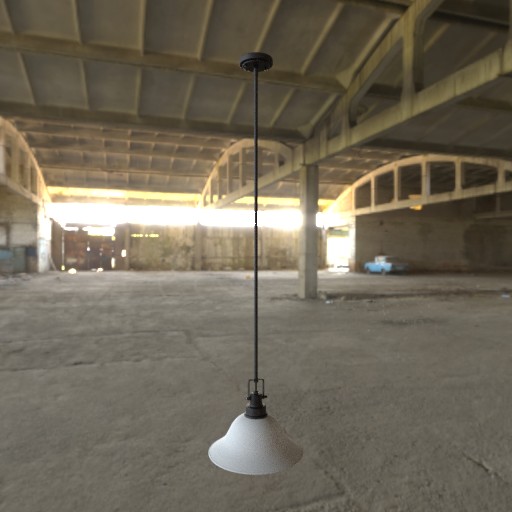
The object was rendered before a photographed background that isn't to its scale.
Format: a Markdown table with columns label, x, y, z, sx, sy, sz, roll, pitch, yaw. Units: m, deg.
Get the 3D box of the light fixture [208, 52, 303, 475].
| label | x | y | z | sx | sy | sz | roll | pitch | yaw |
| --- | --- | --- | --- | --- | --- | --- | --- | --- | --- |
| light fixture | 0.000 | 0.000 | 1.513 | 0.324 | 1.337 | 0.324 | 0 | 0 | -17 |
